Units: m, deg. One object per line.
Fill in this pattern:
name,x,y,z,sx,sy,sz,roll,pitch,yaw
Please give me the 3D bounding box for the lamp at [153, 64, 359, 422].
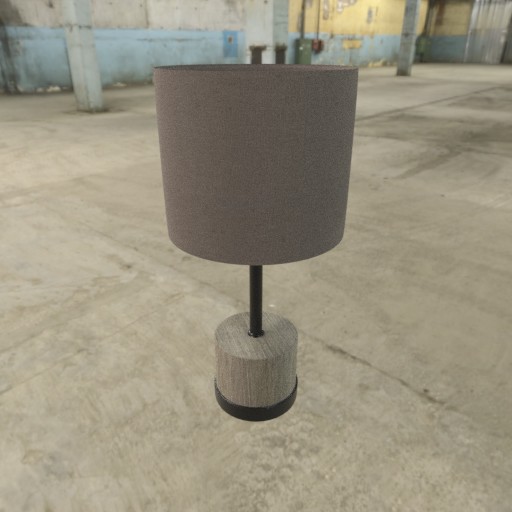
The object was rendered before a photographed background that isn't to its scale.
lamp,0.000,0.000,0.598,0.229,0.470,0.229,-8,26,-17
